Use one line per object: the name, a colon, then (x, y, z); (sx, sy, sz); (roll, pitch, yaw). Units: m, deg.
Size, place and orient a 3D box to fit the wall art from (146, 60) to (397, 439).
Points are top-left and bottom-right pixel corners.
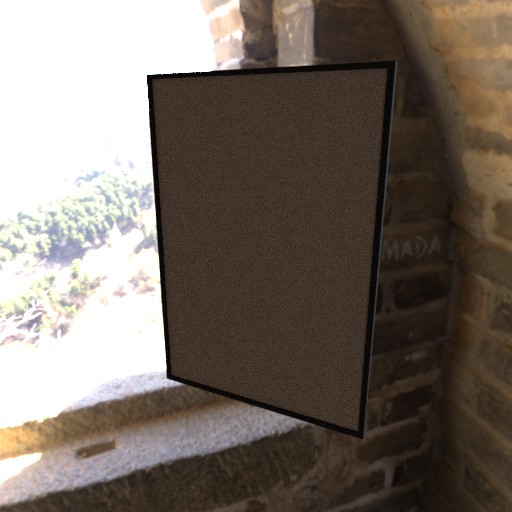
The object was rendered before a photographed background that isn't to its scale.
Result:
wall art: (0.000, 0.000, 0.844); (0.460, 0.660, 0.013); (8, 19, 25)
